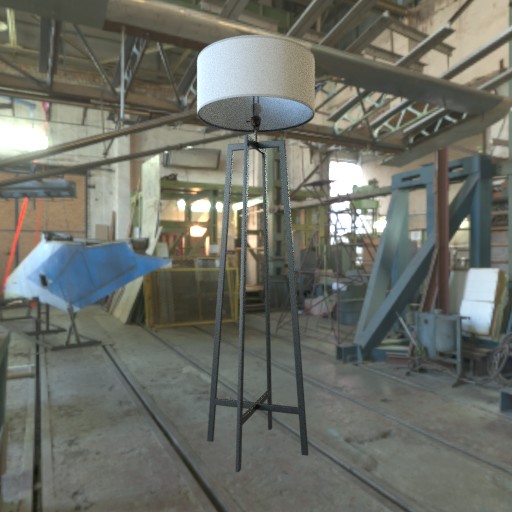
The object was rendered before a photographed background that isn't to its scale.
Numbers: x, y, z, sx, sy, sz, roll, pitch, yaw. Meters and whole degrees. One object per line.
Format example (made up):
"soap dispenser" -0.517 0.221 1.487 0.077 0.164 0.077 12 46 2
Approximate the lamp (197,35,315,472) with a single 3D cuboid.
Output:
"lamp" 0.000 0.000 1.744 0.456 1.510 0.457 0 0 18
